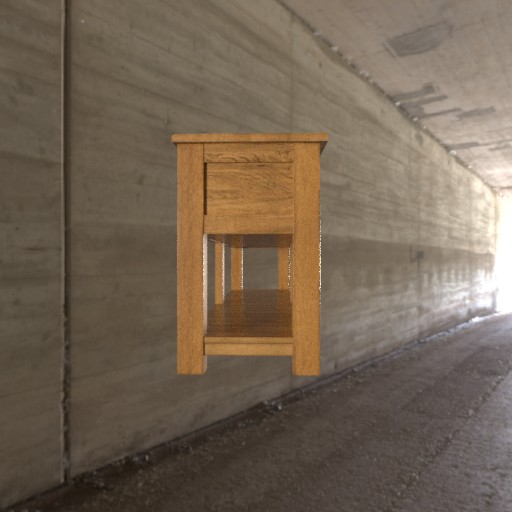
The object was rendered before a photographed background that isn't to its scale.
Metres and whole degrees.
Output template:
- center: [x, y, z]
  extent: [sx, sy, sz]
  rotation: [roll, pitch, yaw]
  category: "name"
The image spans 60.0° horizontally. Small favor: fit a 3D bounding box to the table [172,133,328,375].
- center: [0.000, 0.000, 2.061]
  extent: [0.425, 0.635, 1.815]
  rotation: [0, 0, 2]
  category: "table"
